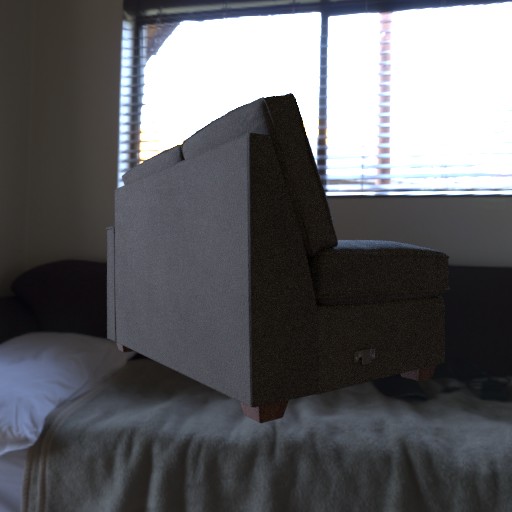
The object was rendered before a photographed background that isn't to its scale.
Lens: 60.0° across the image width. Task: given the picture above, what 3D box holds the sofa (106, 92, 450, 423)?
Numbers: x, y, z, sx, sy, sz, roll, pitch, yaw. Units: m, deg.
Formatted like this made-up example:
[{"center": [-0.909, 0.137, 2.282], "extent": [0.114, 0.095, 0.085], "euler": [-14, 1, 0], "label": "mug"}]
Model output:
[{"center": [0.000, 0.000, 2.058], "extent": [0.991, 0.989, 1.388], "euler": [0, -1, -35], "label": "sofa"}]
